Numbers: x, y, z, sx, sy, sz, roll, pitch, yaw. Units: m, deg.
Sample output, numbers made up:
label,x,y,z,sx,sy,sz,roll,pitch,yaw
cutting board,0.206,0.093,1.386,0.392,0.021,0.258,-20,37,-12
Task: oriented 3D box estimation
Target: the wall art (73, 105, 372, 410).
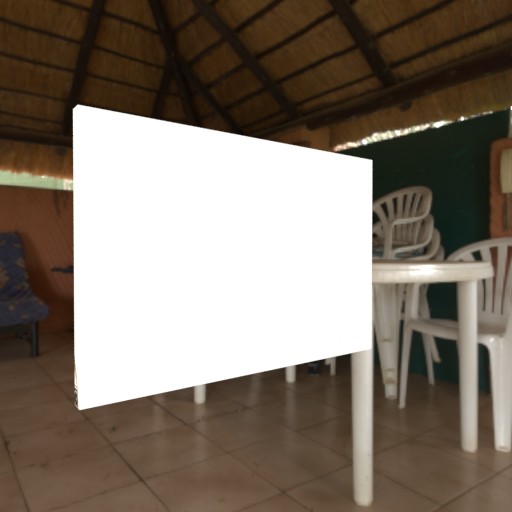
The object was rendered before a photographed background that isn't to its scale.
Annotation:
label,x,y,z,sx,sy,sz,roll,pitch,yaw
wall art,0.000,0.000,1.154,0.898,0.601,0.038,-1,1,-37
